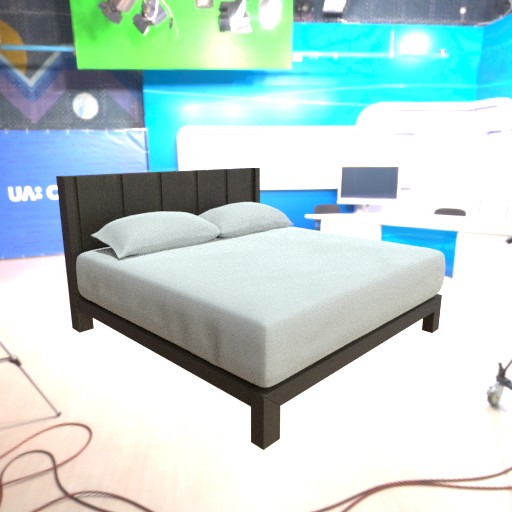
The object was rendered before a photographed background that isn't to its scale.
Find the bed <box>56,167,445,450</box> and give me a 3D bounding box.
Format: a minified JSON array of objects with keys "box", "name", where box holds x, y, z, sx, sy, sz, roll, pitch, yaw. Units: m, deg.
[{"box":[0.000,0.000,3.552,2.238,1.261,2.143,13,19,43],"name":"bed"}]
